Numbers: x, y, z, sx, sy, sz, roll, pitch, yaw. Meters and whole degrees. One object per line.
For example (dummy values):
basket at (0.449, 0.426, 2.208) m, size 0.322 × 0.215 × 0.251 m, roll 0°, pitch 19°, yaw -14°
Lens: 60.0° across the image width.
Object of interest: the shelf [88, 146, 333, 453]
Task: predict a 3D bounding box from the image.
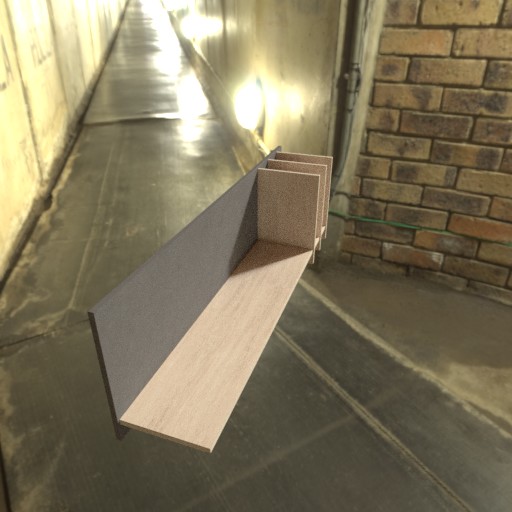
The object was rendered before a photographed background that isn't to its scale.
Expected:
shelf at (0.000, 0.000, 1.159) m, size 0.200 × 0.300 × 1.020 m, roll 10°, pitch 31°, yaw 17°
